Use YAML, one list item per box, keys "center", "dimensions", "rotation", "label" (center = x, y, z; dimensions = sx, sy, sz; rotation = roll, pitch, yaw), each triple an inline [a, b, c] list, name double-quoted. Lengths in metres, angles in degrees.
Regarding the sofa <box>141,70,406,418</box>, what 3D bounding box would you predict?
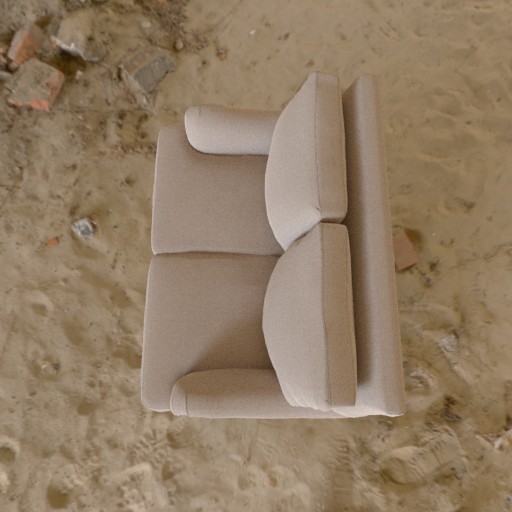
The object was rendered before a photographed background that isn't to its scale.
- center: [0.000, 0.000, 2.209]
  dimensions: [1.087, 1.048, 1.508]
  rotation: [0, 75, 0]
  label: "sofa"
